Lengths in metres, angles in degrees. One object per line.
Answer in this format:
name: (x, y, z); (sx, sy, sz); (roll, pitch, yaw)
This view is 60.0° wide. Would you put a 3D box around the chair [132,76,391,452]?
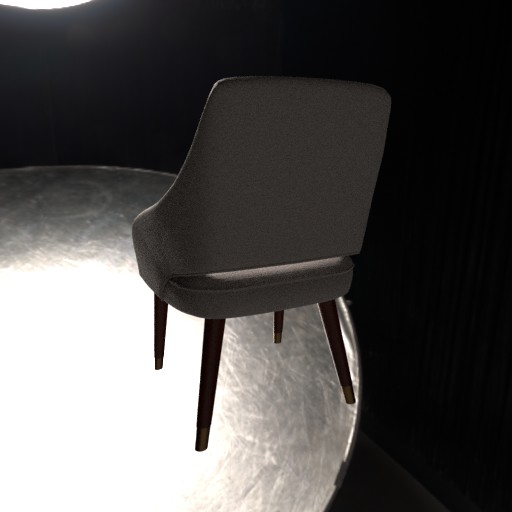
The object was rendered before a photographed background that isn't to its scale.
chair: (0.000, 0.000, 1.272); (0.609, 0.889, 0.600); (-7, 16, -25)
